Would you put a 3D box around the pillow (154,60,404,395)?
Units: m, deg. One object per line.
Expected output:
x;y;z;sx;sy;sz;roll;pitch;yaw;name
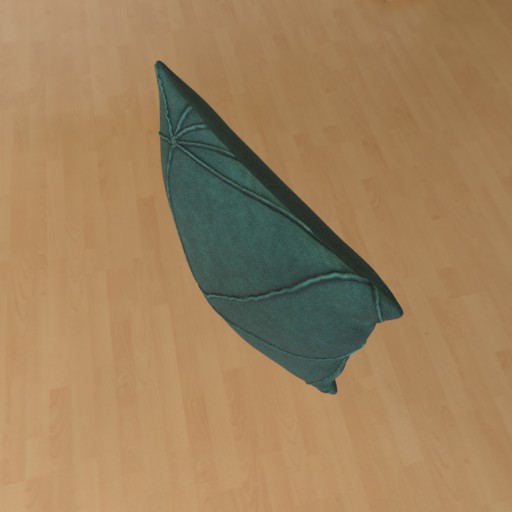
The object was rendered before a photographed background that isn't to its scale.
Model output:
0.000;0.000;0.678;0.184;0.440;0.439;-35;68;-16;pillow
